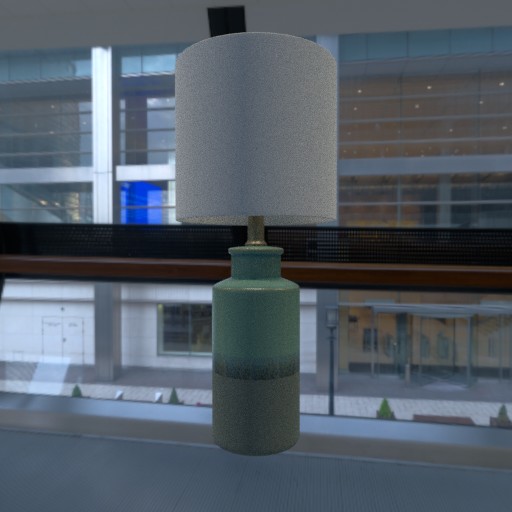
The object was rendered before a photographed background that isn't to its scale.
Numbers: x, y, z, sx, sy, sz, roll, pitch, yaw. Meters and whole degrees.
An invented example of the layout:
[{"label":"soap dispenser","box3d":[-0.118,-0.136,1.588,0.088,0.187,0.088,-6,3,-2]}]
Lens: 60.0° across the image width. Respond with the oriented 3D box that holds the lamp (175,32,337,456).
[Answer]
[{"label":"lamp","box3d":[0.000,0.000,0.594,0.212,0.493,0.212,-1,1,-37]}]
